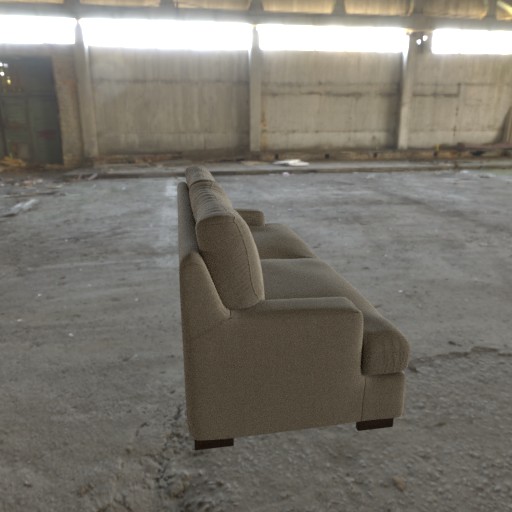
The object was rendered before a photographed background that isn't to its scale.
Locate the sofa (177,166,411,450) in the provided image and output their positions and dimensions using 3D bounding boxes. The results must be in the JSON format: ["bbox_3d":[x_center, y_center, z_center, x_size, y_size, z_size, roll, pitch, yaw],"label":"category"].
[{"bbox_3d":[0.000,0.000,2.841,0.962,0.980,2.354,-3,17,-9],"label":"sofa"}]
